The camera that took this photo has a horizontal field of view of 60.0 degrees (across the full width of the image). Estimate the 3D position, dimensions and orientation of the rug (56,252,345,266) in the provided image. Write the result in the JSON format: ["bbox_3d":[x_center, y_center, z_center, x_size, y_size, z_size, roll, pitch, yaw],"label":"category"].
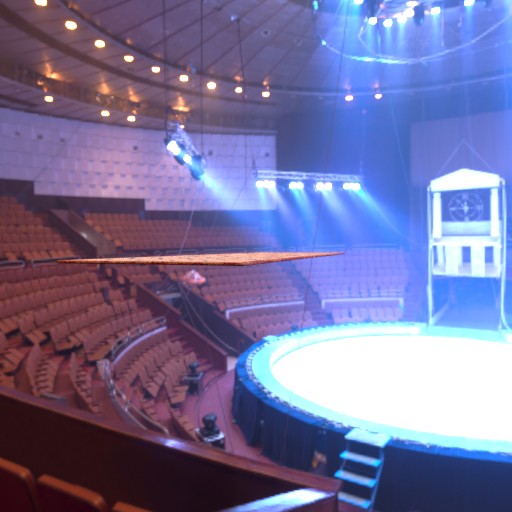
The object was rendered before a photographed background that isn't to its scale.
[{"bbox_3d":[0.000,0.000,2.686,0.750,0.011,2.435,0,1,19],"label":"rug"}]
